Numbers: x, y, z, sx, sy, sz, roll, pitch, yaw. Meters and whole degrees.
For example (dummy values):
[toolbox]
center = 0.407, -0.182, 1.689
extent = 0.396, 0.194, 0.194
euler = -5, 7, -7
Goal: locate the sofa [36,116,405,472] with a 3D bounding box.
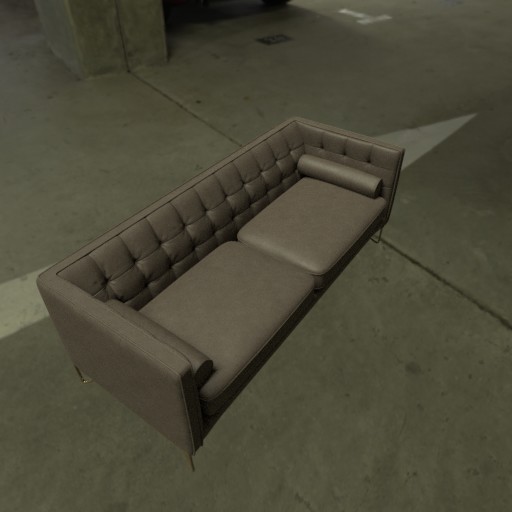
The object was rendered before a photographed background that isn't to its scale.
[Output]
[sofa]
center = 0.000, 0.000, 2.562
extent = 0.867, 0.789, 2.087
euler = 25, 46, 26
